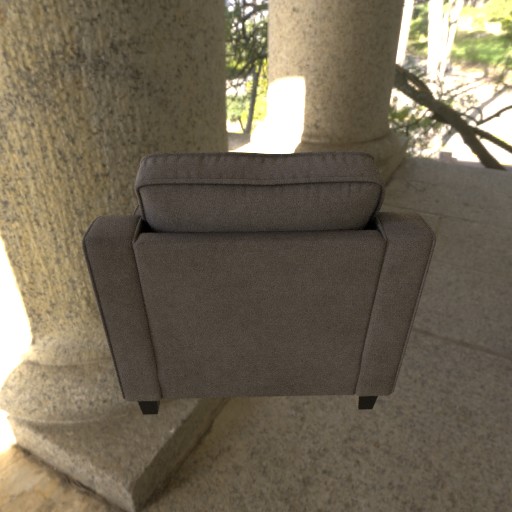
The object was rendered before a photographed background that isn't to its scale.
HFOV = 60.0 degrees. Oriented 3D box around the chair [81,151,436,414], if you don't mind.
[{"bbox_3d":[0.000,0.000,1.649,0.926,0.944,0.840,-1,30,-1],"label":"chair"}]
